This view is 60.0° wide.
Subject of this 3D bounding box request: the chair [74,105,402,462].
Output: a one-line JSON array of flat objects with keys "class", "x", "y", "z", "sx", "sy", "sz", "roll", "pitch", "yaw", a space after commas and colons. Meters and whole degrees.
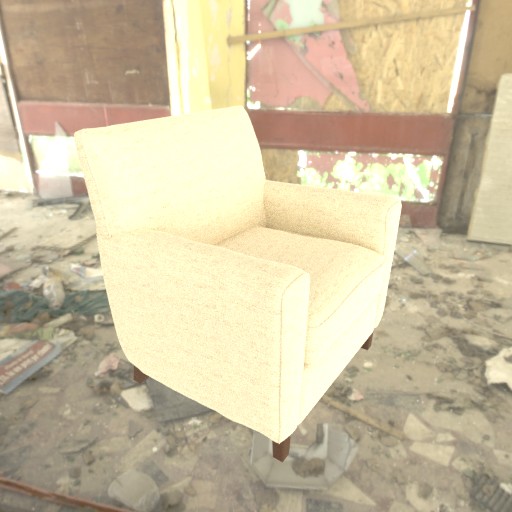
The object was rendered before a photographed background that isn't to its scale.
[{"class": "chair", "x": 0.000, "y": 0.000, "z": 1.627, "sx": 0.823, "sy": 0.943, "sz": 0.870, "roll": 16, "pitch": 30, "yaw": 31}]
